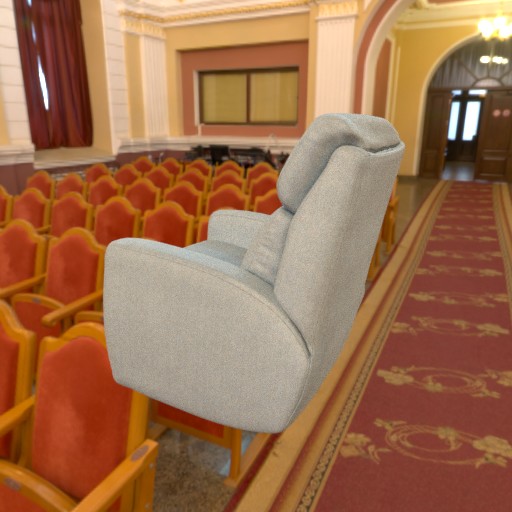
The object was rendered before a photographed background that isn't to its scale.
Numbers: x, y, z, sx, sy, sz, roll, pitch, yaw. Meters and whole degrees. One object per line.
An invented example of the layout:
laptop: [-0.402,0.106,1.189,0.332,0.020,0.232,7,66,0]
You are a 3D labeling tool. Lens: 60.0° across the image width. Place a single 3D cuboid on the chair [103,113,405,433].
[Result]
chair: [0.000,0.000,1.672,0.940,1.016,0.794,8,18,25]
